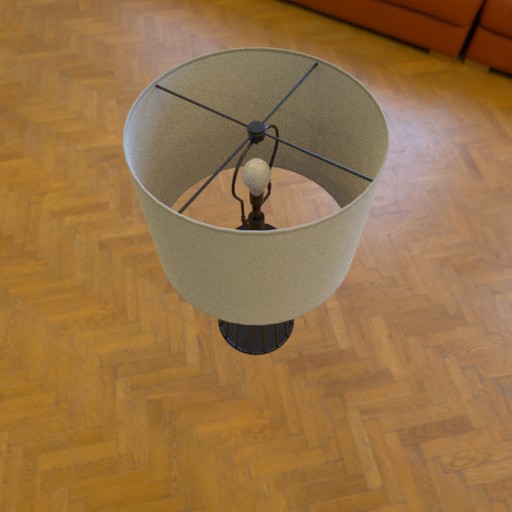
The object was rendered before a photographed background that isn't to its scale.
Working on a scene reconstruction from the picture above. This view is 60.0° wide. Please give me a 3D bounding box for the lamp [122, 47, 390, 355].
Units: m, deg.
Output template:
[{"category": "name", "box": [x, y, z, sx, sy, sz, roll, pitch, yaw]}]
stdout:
[{"category": "lamp", "box": [0.000, 0.000, 0.789, 0.322, 0.593, 0.322, 28, 62, 17]}]
